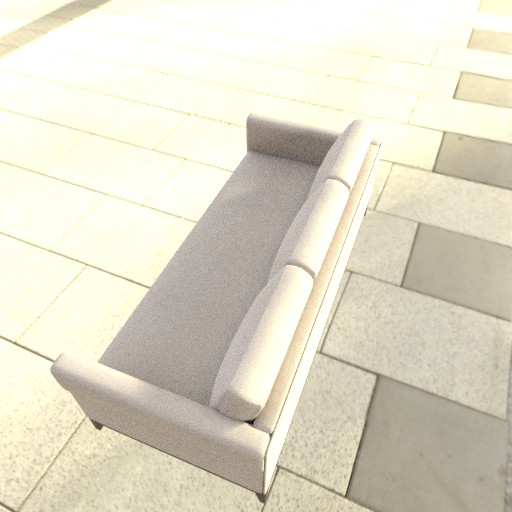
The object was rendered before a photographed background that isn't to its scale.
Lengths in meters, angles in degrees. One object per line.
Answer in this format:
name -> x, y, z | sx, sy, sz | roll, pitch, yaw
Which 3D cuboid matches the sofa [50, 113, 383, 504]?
sofa -> 0.000, 0.000, 2.553 | 0.959, 0.838, 2.210 | 16, 50, 15
